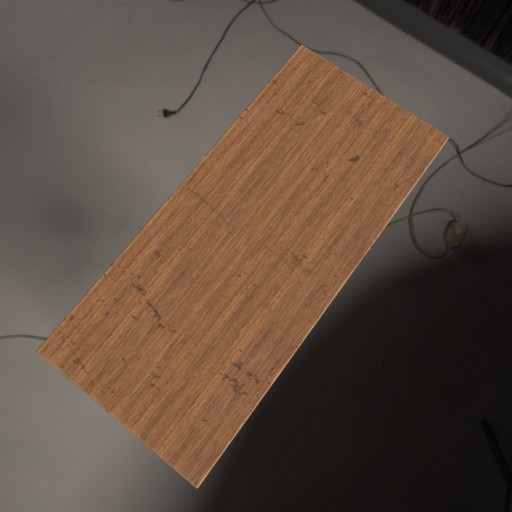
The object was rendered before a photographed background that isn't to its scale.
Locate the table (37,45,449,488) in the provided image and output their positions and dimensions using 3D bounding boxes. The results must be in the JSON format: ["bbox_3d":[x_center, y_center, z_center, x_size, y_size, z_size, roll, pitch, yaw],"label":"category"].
[{"bbox_3d":[0.000,0.000,2.649,1.000,0.757,2.200,36,78,9],"label":"table"}]
